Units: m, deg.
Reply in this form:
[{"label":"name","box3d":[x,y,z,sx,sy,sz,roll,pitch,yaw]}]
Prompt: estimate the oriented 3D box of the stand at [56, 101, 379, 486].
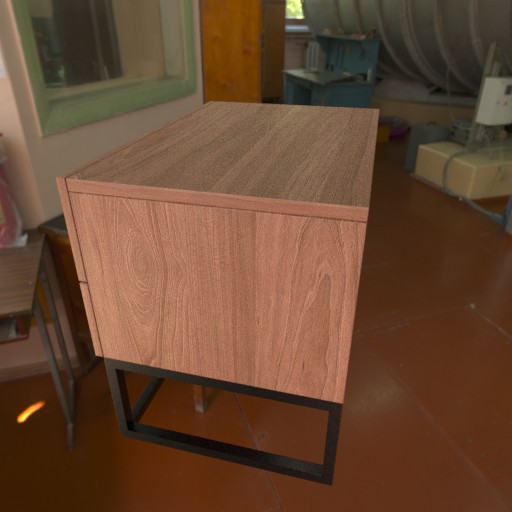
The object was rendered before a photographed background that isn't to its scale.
[{"label":"stand","box3d":[0.000,0.000,0.917,0.420,0.500,0.600,7,30,13]}]
